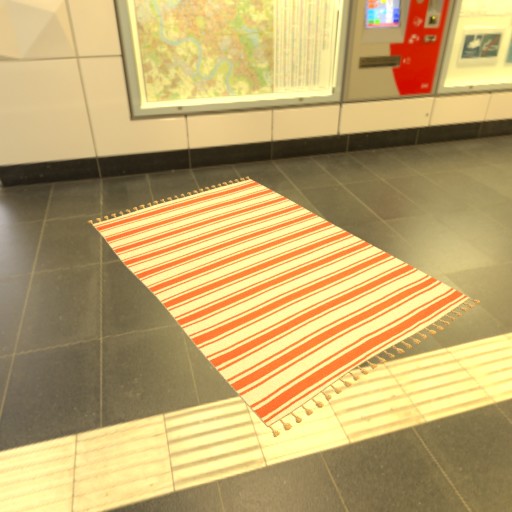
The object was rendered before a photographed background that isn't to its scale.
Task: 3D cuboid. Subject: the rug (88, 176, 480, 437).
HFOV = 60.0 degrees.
[{"bbox_3d":[0.000,0.000,3.074,1.556,0.022,2.433,-21,38,-30],"label":"rug"}]
